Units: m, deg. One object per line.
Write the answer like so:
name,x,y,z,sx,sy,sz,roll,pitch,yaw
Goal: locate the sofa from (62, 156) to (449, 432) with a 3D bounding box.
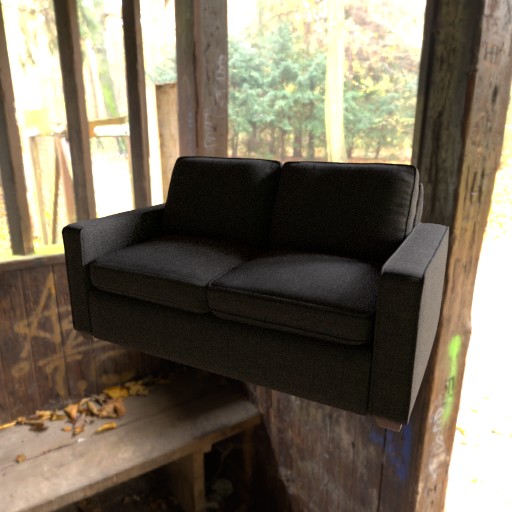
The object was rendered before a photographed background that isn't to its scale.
sofa,0.000,0.000,2.214,1.709,0.918,0.947,8,18,27
